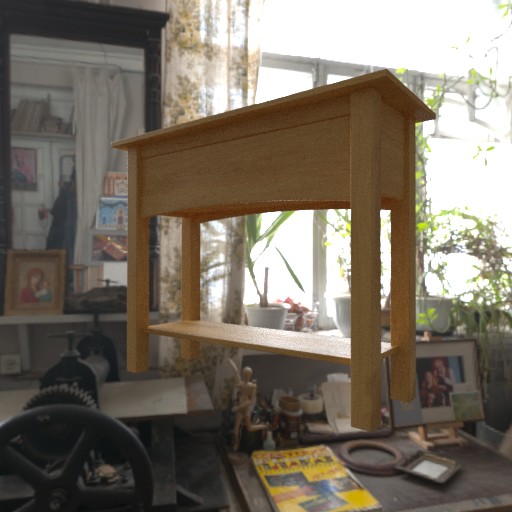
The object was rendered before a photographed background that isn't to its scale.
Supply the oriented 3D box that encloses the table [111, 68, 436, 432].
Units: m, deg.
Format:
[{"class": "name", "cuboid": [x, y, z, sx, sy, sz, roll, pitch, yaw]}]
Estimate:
[{"class": "table", "cuboid": [0.000, 0.000, 1.270, 0.900, 0.728, 0.340, 0, 0, 37]}]
